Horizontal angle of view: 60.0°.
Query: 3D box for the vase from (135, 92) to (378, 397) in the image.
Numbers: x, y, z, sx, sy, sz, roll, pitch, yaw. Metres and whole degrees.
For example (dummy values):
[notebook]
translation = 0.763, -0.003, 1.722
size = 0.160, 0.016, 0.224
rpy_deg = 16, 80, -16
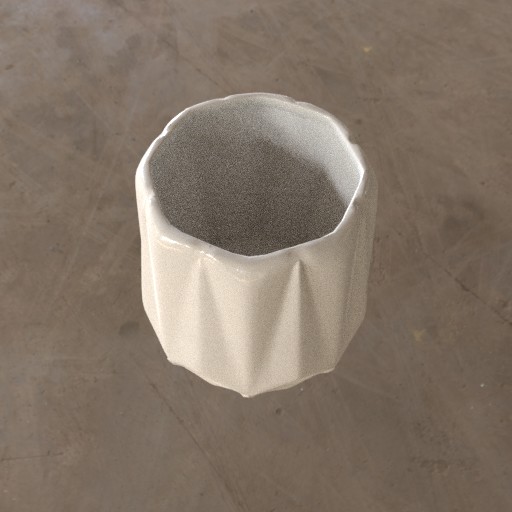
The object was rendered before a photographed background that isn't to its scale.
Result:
[vase]
translation = 0.000, 0.000, 0.259
size = 0.141, 0.152, 0.141
rpy_deg = 0, 58, 0
